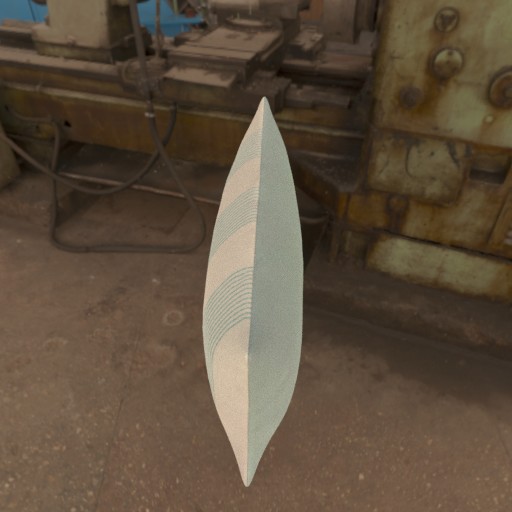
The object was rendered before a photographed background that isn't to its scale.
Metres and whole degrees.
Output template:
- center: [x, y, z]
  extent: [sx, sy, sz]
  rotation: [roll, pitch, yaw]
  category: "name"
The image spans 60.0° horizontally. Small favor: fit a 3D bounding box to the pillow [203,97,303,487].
- center: [0.000, 0.000, 0.722]
  extent: [0.151, 0.287, 0.610]
  rotation: [1, 41, 2]
  category: "pillow"
